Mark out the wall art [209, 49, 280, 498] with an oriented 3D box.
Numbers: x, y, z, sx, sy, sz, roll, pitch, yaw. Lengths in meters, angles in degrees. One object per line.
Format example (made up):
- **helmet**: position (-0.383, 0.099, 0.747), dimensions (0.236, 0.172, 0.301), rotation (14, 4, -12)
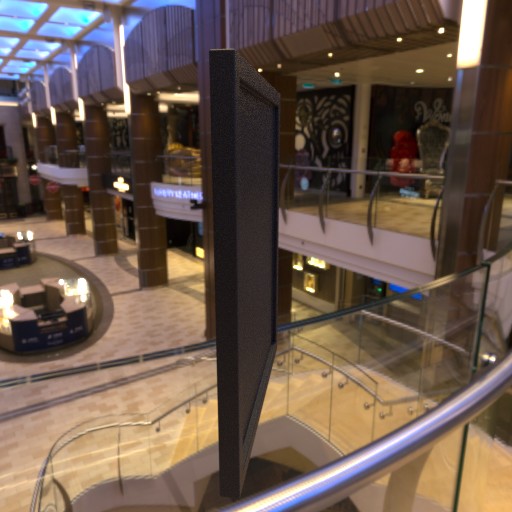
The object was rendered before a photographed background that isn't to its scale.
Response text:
- **wall art**: position (0.000, 0.000, 0.747), dimensions (0.028, 0.559, 0.457), rotation (2, 15, 9)
